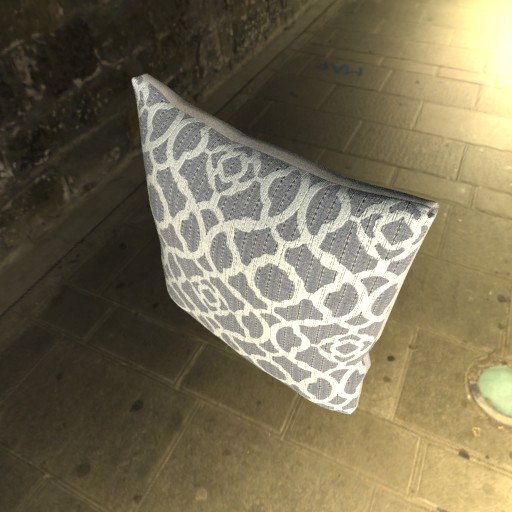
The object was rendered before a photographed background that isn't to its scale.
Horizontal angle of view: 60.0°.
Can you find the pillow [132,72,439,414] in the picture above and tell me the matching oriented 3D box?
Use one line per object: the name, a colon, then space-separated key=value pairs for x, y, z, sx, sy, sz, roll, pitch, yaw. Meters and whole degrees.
pillow: x=0.000 y=0.000 z=0.766 sx=0.508 sy=0.498 sz=0.215 roll=32 pitch=55 yaw=26
